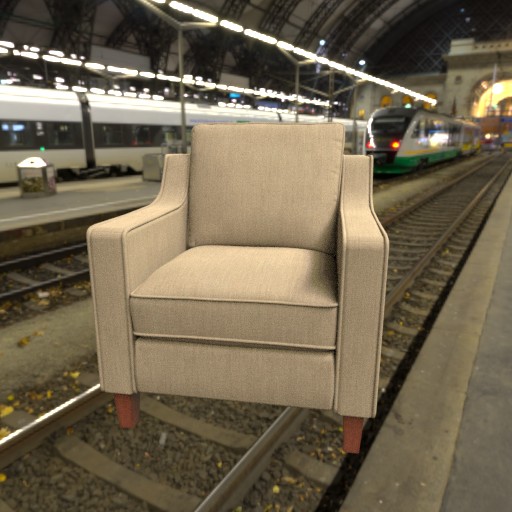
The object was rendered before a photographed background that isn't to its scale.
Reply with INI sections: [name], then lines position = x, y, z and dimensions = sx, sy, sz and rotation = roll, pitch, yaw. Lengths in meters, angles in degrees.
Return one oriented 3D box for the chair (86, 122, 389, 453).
[chair]
position = 0.000, 0.000, 1.632
dimensions = 0.831, 0.960, 0.909
rotation = 2, 15, 9
